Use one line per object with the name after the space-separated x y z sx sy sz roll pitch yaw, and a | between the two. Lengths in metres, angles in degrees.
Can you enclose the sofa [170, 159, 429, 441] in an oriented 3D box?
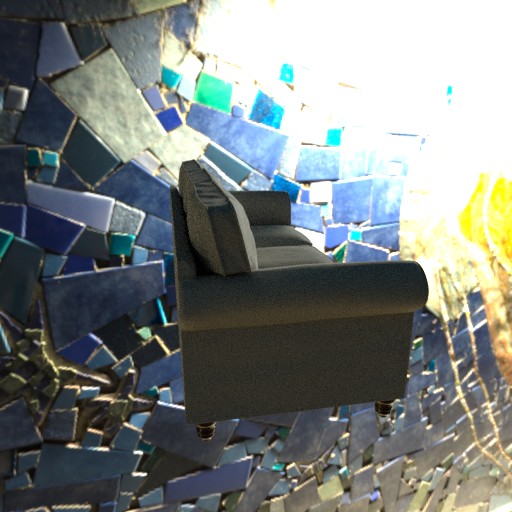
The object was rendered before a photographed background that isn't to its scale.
0.000 0.000 2.523 0.916 0.961 2.084 -3 17 -11 | sofa
